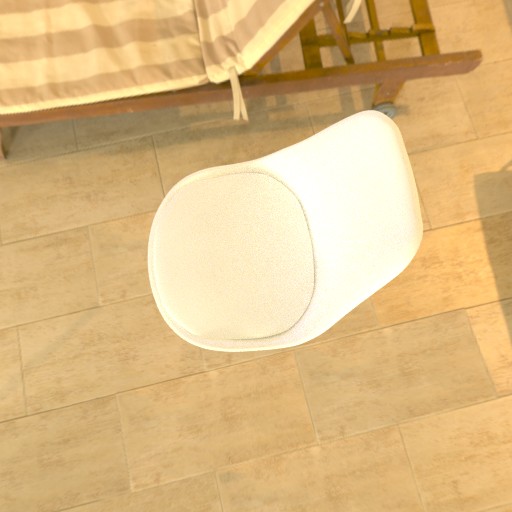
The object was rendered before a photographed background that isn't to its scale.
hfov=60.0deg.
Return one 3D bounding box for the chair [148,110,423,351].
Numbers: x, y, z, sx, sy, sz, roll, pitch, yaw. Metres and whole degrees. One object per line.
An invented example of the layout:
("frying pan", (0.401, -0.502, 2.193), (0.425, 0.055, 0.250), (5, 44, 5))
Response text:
("chair", (0.000, 0.000, 1.154), (0.550, 0.849, 0.485), (-7, 77, -2))
